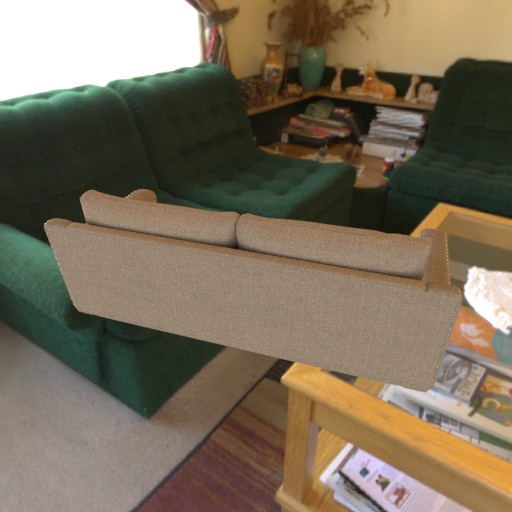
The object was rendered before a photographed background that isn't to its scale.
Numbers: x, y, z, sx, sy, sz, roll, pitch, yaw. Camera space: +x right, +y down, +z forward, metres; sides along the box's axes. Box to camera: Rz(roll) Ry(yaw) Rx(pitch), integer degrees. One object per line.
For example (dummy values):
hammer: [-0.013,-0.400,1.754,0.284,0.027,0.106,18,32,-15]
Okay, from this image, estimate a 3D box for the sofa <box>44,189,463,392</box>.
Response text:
sofa: [0.000,0.000,2.743,2.208,0.857,1.000,10,32,16]
